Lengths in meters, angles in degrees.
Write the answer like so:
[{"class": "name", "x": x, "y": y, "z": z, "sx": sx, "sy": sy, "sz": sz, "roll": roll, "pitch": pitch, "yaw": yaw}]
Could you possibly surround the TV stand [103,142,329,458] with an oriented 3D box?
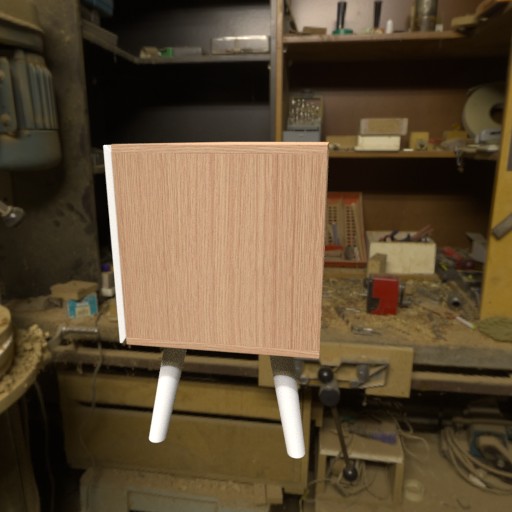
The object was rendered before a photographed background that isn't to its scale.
[{"class": "TV stand", "x": 0.000, "y": 0.000, "z": 1.335, "sx": 0.407, "sy": 0.660, "sz": 0.991, "roll": 2, "pitch": 15, "yaw": 9}]
